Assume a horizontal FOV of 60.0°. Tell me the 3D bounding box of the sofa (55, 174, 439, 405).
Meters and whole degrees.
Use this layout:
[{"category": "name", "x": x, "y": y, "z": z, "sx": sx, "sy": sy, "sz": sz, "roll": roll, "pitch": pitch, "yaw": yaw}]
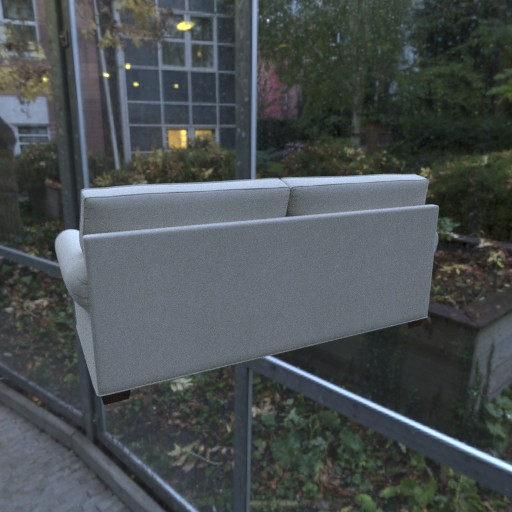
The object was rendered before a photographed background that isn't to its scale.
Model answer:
[{"category": "sofa", "x": 0.000, "y": 0.000, "z": 2.647, "sx": 2.146, "sy": 0.962, "sz": 0.901, "roll": -7, "pitch": 16, "yaw": -26}]
